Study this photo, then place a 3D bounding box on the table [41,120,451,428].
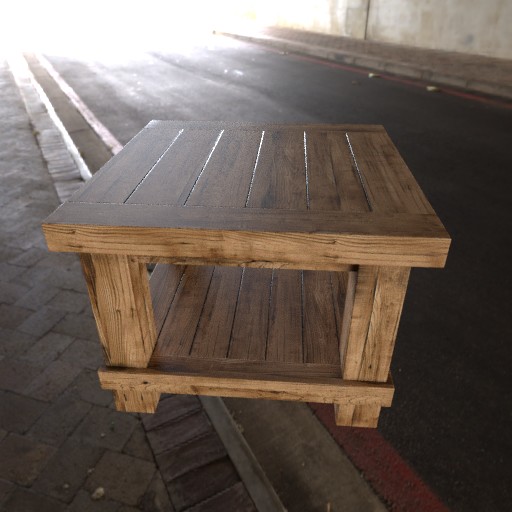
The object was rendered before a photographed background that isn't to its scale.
[{"bbox_3d":[0.000,0.000,1.033,0.610,0.457,0.610,2,31,4],"label":"table"}]
